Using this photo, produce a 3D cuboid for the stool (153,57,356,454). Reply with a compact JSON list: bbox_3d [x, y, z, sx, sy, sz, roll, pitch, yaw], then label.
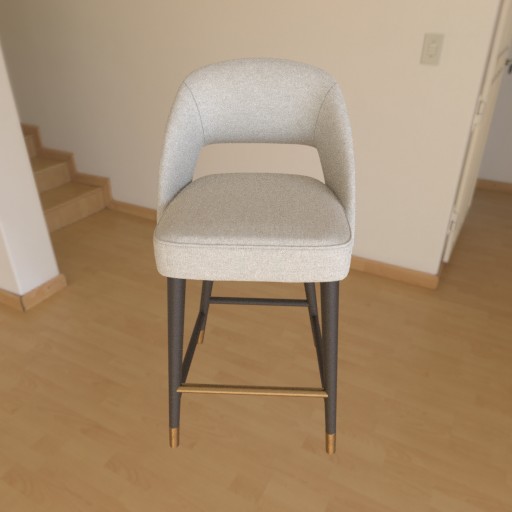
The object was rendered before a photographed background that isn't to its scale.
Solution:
[{"bbox_3d":[0.000,0.000,1.198,0.494,0.940,0.509,1,29,2],"label":"stool"}]
